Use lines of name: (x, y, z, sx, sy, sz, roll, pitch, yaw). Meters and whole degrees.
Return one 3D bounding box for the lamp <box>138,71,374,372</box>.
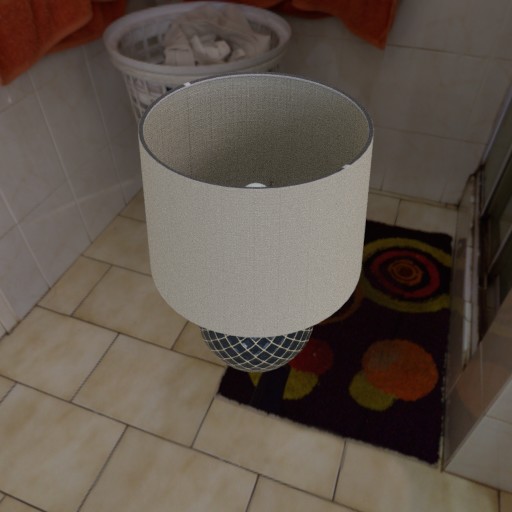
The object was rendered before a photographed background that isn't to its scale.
lamp: (0.000, 0.000, 0.811, 0.376, 0.540, 0.376, 0, 45, 0)
